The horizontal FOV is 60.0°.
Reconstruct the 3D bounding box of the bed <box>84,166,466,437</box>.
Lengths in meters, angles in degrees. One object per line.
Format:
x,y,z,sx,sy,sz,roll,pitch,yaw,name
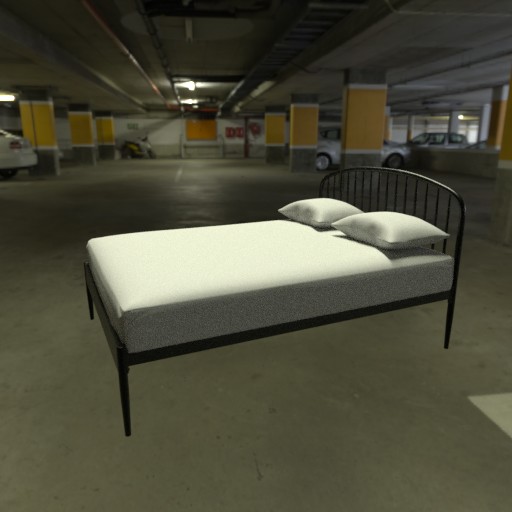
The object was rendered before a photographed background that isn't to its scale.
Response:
0.000,0.000,3.112,2.159,1.166,1.618,-7,16,-25,bed
